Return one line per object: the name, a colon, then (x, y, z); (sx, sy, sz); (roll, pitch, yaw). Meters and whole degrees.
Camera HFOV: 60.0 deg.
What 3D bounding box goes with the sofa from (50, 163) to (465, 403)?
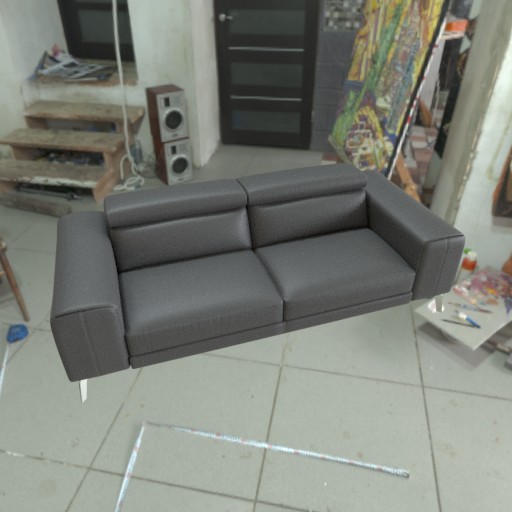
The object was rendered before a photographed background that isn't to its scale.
sofa: (0.000, 0.000, 2.805); (2.321, 0.759, 1.023); (-11, 36, -15)
